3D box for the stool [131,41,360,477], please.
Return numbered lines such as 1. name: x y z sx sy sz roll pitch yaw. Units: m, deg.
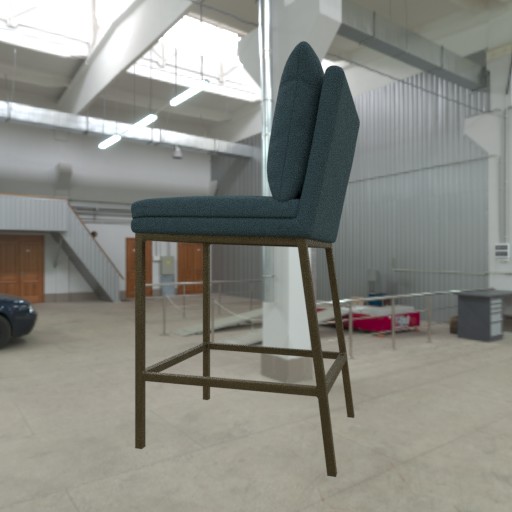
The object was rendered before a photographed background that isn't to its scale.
1. stool: 0.000 0.000 1.316 0.568 1.032 0.463 0 0 18
